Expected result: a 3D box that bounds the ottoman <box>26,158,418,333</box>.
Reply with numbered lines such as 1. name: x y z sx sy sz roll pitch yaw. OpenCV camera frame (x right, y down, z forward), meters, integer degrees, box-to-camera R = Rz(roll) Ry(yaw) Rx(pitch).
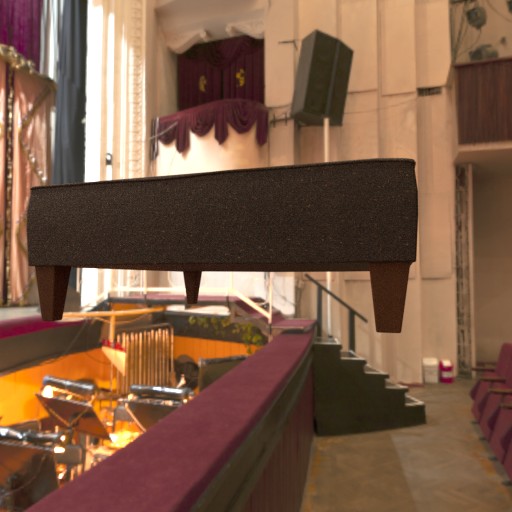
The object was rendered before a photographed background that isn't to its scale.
1. ottoman: 0.000 0.000 1.499 1.004 0.382 0.968 -1 -3 18
